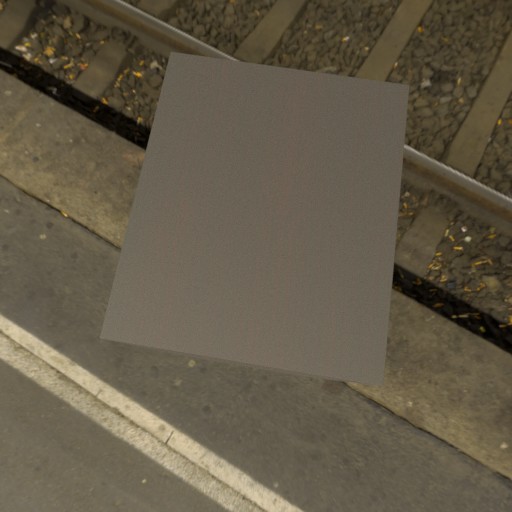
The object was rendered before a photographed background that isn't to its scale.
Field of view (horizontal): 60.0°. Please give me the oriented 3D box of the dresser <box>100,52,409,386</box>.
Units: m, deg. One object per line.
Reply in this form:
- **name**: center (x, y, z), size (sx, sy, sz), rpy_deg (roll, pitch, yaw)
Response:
- **dresser**: center (0.000, 0.000, 0.834), size (0.360, 0.560, 0.400), rpy_deg (9, 76, 2)
